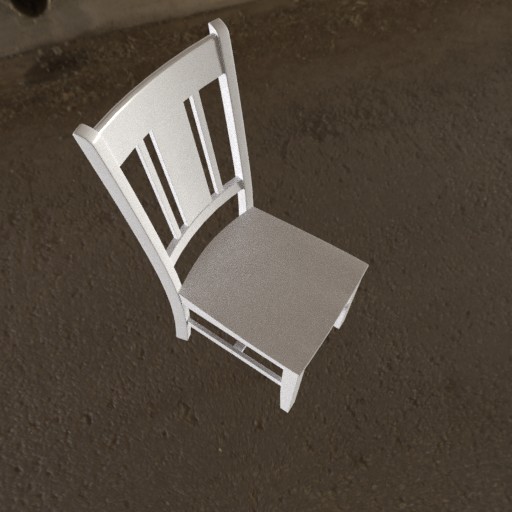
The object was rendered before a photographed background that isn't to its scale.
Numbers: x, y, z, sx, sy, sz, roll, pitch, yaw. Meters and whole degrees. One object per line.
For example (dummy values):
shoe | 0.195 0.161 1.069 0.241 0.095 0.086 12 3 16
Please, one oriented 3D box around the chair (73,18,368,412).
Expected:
chair | 0.000 0.000 1.257 0.555 0.998 0.450 30 63 17
